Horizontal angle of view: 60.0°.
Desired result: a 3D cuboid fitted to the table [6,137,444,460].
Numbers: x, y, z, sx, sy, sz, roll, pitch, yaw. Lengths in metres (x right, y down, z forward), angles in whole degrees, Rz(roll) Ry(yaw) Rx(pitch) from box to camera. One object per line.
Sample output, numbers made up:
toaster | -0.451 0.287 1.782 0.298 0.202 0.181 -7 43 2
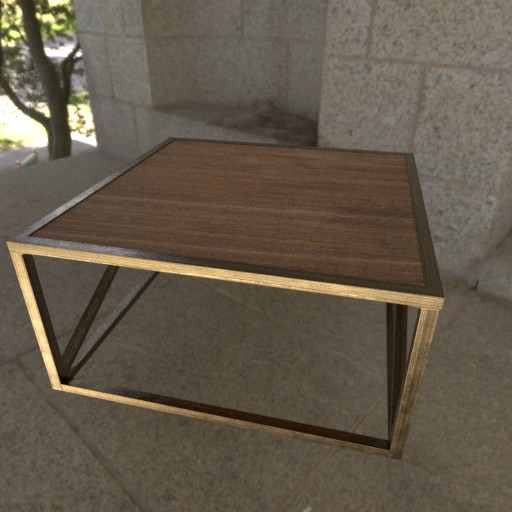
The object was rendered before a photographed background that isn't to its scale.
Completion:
table | 0.000 0.000 1.369 0.909 0.451 0.899 7 30 12
